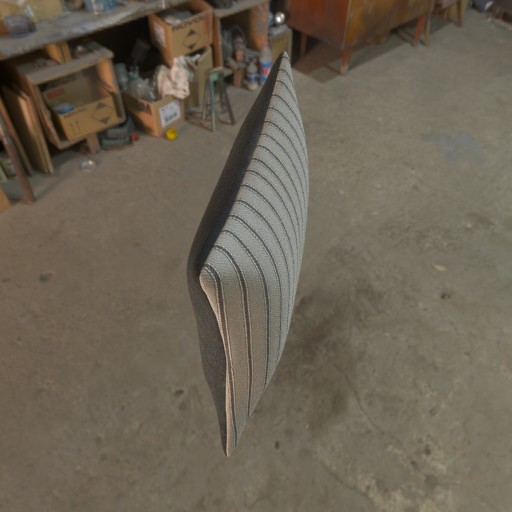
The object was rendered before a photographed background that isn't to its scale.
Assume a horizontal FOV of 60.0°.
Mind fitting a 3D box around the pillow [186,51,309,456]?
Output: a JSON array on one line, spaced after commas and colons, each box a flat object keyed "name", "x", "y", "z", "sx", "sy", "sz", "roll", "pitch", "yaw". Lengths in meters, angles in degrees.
[{"name": "pillow", "x": 0.000, "y": 0.000, "z": 0.692, "sx": 0.138, "sy": 0.444, "sz": 0.468, "roll": 9, "pitch": 48, "yaw": 8}]
